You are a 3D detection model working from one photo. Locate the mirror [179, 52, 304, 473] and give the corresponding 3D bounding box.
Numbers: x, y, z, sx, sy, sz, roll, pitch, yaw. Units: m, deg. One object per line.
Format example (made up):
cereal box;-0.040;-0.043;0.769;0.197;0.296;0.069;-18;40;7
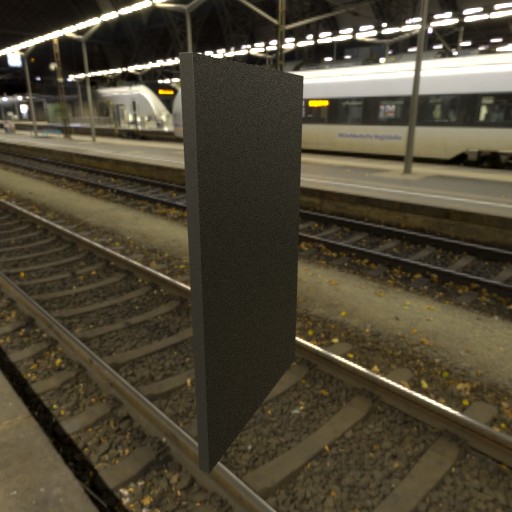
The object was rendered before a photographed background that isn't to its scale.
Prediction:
mirror;0.000;0.000;1.549;0.038;1.219;0.762;8;20;24
